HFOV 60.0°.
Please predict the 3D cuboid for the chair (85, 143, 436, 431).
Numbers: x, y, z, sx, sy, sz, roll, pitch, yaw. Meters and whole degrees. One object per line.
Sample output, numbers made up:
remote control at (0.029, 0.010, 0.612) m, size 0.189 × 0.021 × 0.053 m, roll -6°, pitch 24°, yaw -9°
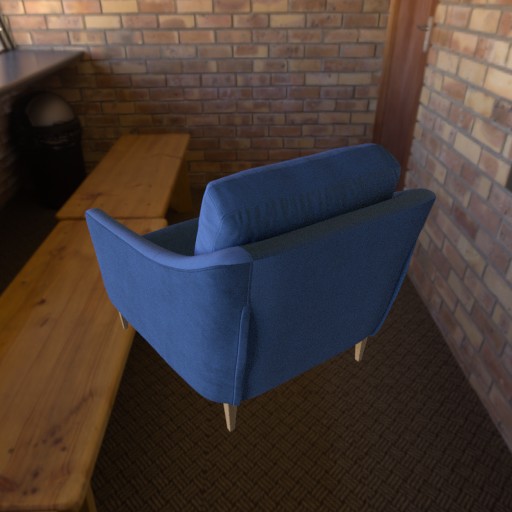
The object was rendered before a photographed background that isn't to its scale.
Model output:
chair at (0.000, 0.000, 1.682) m, size 0.987 × 0.899 × 0.961 m, roll -19°, pitch 36°, yaw -28°
